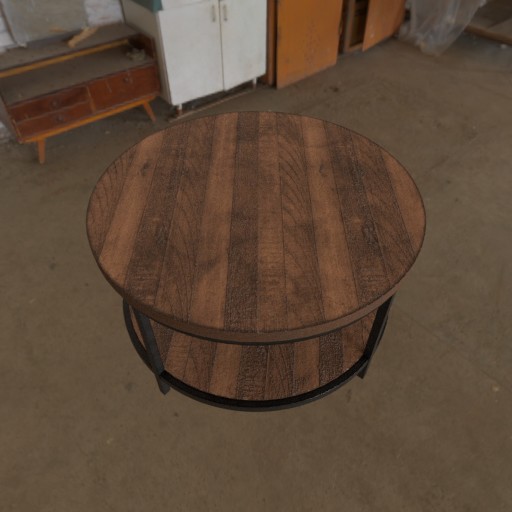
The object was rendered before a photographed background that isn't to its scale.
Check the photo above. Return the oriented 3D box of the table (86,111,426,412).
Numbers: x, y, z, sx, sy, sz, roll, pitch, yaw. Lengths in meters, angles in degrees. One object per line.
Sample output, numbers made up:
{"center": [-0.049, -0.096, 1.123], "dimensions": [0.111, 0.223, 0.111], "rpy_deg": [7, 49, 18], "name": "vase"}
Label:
{"center": [0.000, 0.000, 1.295], "dimensions": [0.837, 0.462, 0.837], "rpy_deg": [0, 47, 0], "name": "table"}
